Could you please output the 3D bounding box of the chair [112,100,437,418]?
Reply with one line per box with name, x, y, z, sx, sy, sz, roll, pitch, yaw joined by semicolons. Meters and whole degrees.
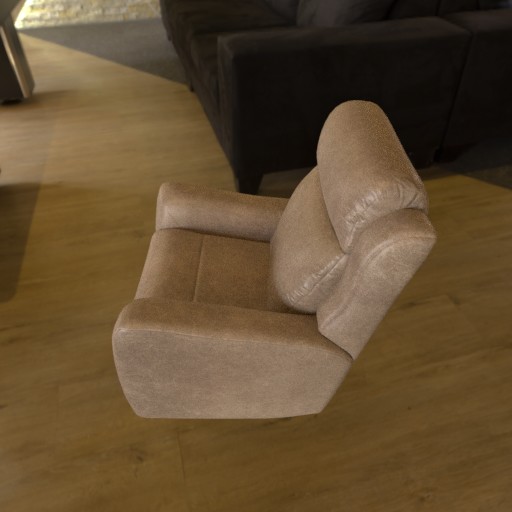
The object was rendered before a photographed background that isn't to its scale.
chair;0.000;0.000;1.871;1.068;1.116;0.965;0;41;1
